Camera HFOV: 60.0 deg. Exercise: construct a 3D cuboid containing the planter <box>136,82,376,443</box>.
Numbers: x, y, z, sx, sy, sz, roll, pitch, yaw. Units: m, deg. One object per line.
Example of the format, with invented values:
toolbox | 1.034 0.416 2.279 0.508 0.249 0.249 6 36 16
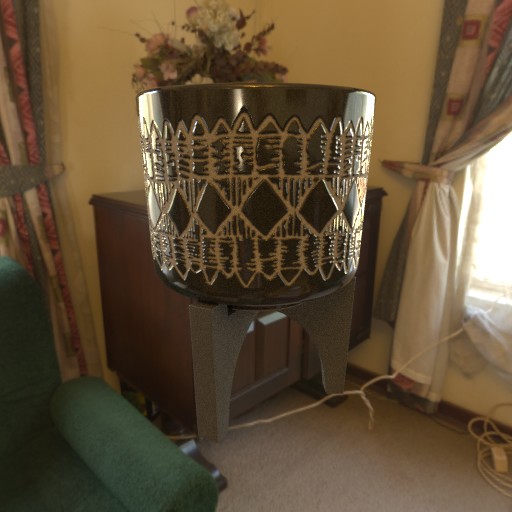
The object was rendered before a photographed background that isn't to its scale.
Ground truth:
planter | 0.000 0.000 0.521 0.251 0.355 0.251 8 17 27
